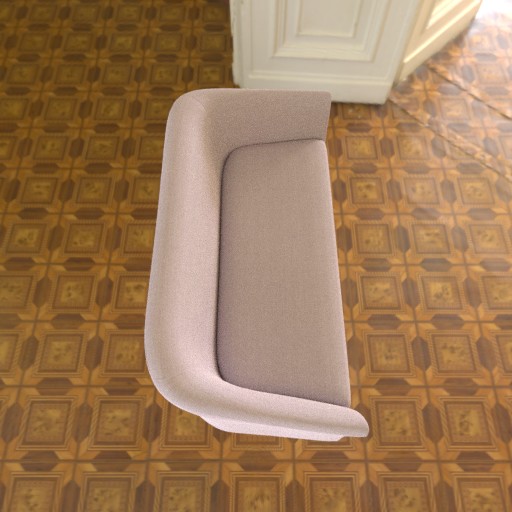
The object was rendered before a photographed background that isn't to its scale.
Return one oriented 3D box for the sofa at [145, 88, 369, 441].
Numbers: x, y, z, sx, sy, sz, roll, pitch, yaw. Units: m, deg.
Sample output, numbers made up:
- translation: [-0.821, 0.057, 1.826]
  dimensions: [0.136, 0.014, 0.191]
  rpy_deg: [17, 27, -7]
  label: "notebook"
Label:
- translation: [0.000, 0.000, 1.873]
  dimensions: [0.705, 0.721, 1.452]
  rpy_deg: [0, 64, 0]
  label: "sofa"
